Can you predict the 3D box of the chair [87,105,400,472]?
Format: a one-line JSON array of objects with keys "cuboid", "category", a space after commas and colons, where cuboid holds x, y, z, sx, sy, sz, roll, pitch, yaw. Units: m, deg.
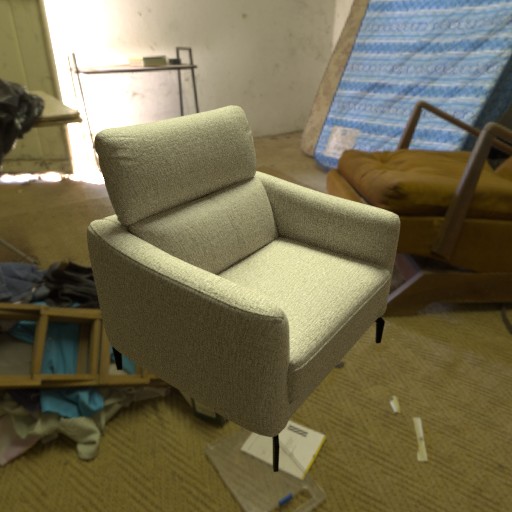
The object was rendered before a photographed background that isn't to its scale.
[{"cuboid": [0.000, 0.000, 1.691, 0.835, 0.967, 0.972, 19, 33, 32], "category": "chair"}]
